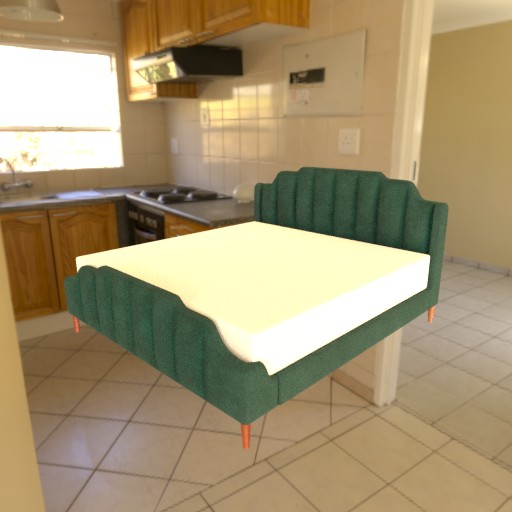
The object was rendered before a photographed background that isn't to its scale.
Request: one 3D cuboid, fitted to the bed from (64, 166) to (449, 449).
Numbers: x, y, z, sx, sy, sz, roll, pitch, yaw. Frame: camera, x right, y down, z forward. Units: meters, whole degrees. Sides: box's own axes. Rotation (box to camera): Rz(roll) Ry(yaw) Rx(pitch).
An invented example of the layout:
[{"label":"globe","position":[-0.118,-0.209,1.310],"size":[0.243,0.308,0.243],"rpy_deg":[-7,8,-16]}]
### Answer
[{"label":"bed","position":[0.000,0.000,3.558],"size":[2.074,1.245,2.340],"rpy_deg":[15,22,42]}]
